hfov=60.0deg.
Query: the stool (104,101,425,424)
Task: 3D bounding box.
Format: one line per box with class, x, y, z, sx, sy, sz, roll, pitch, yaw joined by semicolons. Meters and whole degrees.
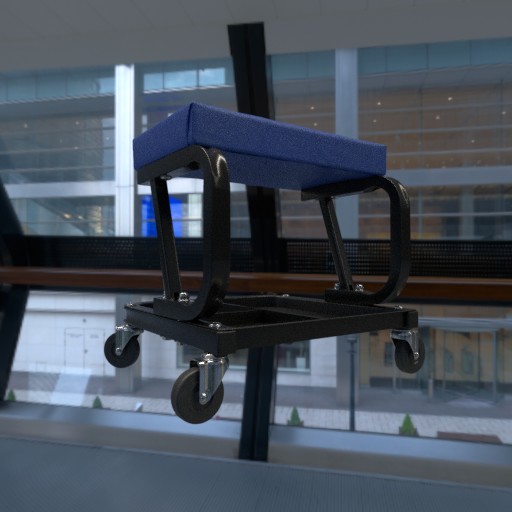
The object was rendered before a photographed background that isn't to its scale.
stool;0.000;0.000;0.744;0.446;0.380;0.371;0;-1;-35
